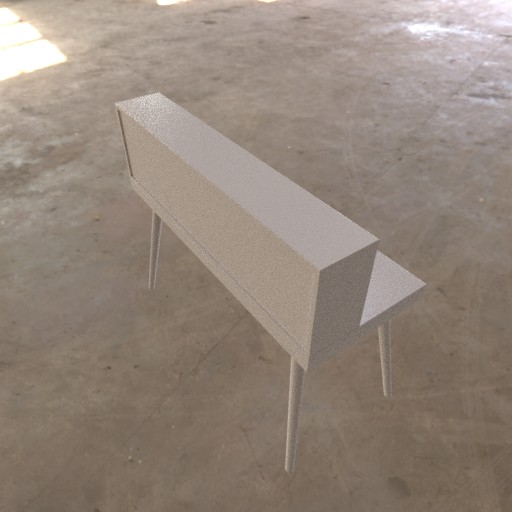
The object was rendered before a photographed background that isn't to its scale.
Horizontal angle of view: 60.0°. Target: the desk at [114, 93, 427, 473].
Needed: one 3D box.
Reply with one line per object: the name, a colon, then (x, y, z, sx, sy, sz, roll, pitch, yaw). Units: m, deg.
desk: (0.000, 0.000, 1.789, 0.559, 0.990, 1.199, -25, 46, -26)
